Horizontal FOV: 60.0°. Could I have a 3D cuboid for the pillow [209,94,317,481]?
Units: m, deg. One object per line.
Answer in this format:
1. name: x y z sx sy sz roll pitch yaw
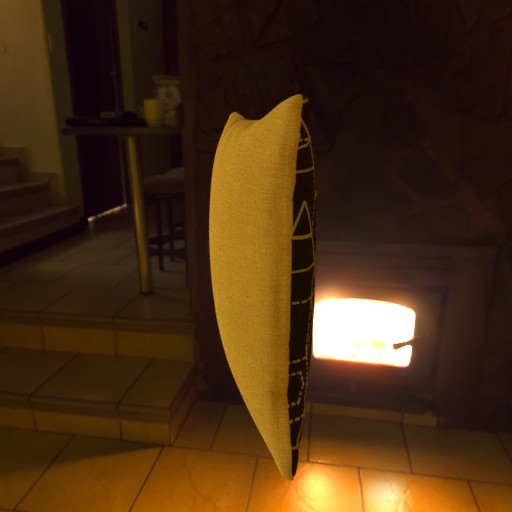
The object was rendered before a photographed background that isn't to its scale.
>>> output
1. pillow: 0.000 0.000 0.789 0.158 0.508 0.517 -3 16 -10
